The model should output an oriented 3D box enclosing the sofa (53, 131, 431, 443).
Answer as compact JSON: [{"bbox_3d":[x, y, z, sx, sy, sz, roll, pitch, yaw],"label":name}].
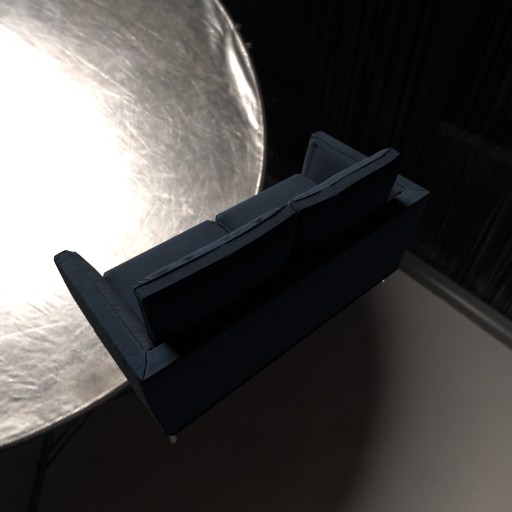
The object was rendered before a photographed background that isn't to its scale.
[{"bbox_3d":[0.000,0.000,2.392,1.770,1.002,0.853,-31,53,-26],"label":"sofa"}]
